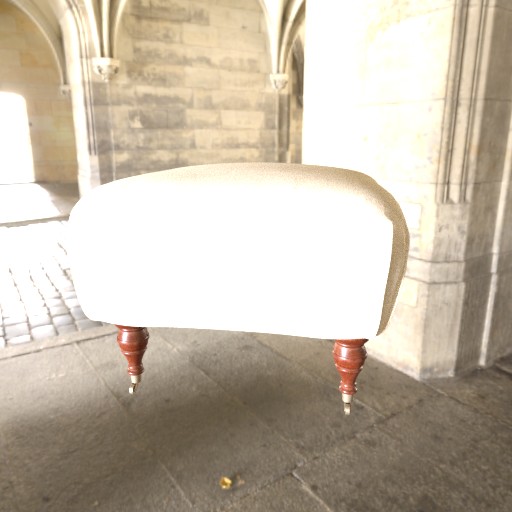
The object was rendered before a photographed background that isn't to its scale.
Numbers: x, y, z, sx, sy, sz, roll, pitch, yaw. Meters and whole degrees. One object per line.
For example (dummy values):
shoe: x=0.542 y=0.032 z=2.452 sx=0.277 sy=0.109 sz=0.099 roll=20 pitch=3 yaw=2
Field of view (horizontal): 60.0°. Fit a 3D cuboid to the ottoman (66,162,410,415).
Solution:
ottoman: x=0.000 y=0.000 z=1.107 sx=0.622 sy=0.450 sz=0.747 roll=2 pitch=15 yaw=9
